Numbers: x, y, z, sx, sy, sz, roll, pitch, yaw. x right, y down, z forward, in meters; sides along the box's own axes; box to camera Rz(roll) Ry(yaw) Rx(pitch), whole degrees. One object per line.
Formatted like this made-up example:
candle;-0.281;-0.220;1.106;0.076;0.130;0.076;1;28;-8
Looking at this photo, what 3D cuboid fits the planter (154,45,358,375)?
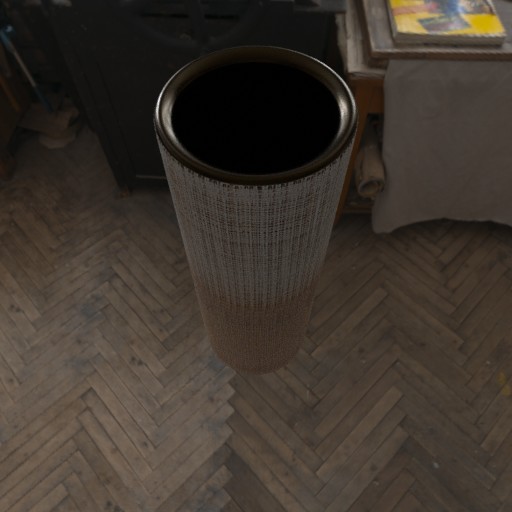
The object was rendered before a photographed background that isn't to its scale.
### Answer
planter;0.000;0.000;0.331;0.099;0.278;0.099;-33;64;-19
